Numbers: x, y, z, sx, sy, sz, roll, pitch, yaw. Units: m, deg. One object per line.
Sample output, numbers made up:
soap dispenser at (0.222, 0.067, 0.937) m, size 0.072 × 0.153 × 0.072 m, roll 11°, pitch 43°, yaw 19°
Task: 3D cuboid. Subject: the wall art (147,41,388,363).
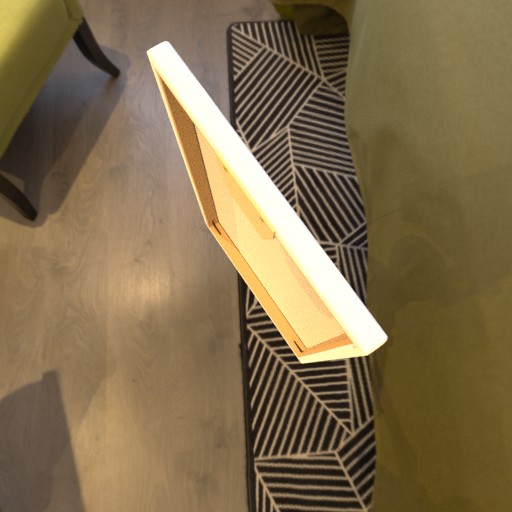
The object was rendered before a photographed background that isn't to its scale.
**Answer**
wall art at (0.000, 0.000, 1.117) m, size 0.048 × 0.902 × 0.602 m, roll -33°, pitch 78°, yaw -8°
